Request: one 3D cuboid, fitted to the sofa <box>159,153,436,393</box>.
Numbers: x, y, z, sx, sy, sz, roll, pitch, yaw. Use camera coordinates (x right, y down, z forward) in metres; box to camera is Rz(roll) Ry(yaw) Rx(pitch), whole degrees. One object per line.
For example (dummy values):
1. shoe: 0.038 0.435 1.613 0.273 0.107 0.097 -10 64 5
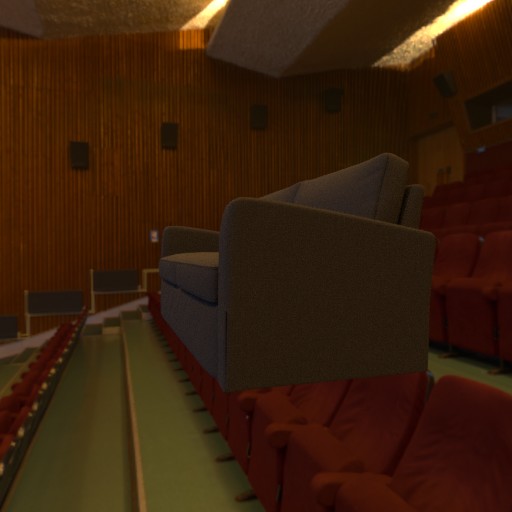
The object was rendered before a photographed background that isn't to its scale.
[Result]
1. sofa: 0.000 0.000 2.392 0.898 0.839 1.852 0 1 -18
